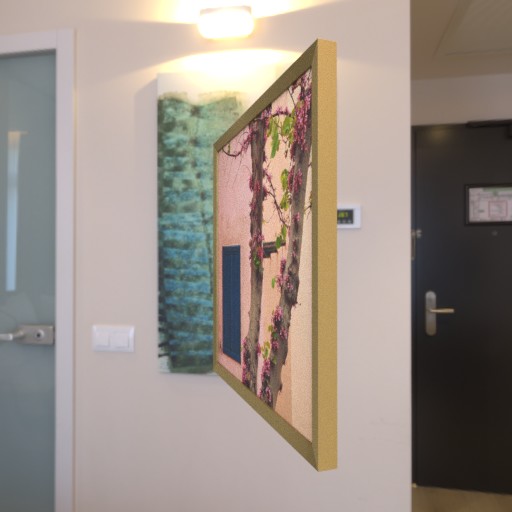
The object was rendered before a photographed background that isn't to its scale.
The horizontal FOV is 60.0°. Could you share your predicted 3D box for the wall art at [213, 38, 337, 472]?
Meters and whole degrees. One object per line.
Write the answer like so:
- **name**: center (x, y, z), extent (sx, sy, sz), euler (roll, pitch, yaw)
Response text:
- **wall art**: center (0.000, 0.000, 1.144), extent (0.038, 0.762, 0.762), euler (0, -1, -19)
